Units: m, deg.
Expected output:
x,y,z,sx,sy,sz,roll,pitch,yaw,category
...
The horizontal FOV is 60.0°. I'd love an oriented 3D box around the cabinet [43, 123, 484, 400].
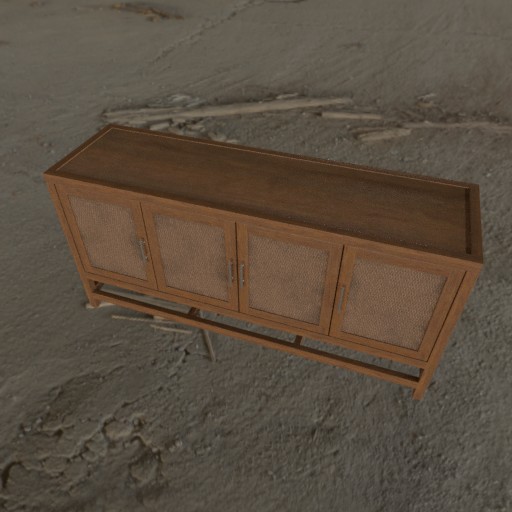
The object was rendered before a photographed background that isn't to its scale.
x,y,z,sx,sy,sz,roll,pitch,yaw,category
0.000,0.000,2.067,1.708,0.820,0.522,13,43,14,cabinet
